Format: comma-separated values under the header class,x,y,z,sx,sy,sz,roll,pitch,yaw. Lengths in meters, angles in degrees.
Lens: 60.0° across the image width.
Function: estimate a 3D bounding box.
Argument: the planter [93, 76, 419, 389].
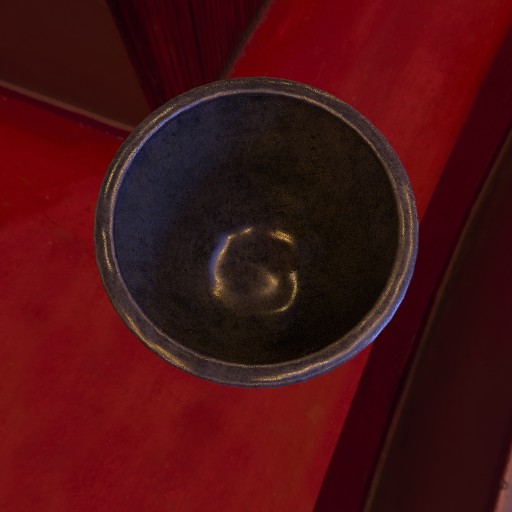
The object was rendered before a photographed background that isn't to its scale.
class,x,y,z,sx,sy,sz,roll,pitch,yaw
planter,0.000,0.000,0.355,0.197,0.191,0.197,0,76,0
